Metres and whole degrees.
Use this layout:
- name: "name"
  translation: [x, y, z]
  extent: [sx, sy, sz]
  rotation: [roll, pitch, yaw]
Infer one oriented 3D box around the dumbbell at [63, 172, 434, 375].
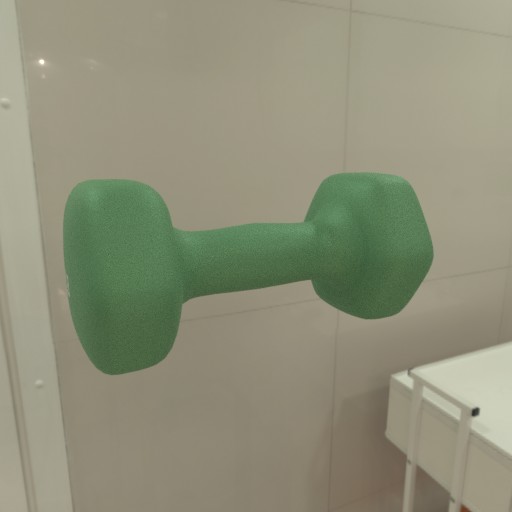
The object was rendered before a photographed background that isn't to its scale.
- name: "dumbbell"
  translation: [0.000, 0.000, 0.328]
  extent: [0.260, 0.117, 0.129]
  rotation: [-6, 15, -25]
